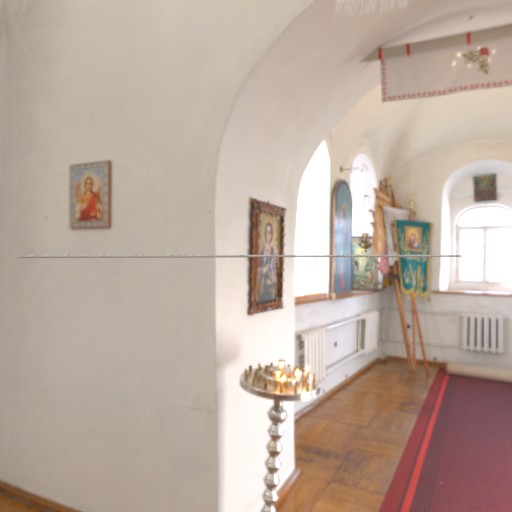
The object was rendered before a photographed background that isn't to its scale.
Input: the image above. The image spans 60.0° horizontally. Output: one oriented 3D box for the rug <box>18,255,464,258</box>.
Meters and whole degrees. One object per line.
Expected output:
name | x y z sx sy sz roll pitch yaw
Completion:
rug | 0.000 0.000 2.406 2.196 0.011 0.662 0 0 -18
